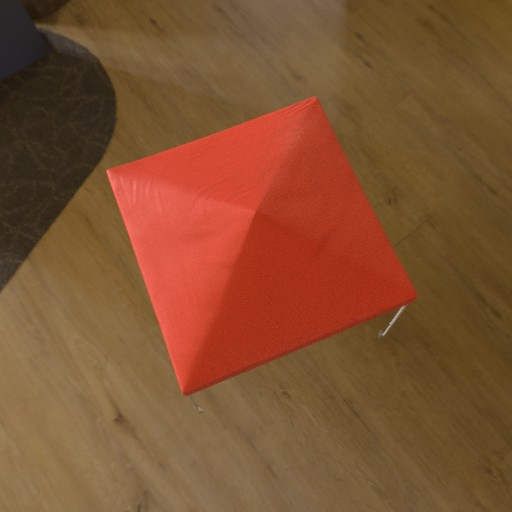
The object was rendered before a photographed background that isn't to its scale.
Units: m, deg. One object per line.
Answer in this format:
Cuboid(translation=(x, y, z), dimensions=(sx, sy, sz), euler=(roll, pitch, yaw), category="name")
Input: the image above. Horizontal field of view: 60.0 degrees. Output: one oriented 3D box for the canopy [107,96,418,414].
Cuboid(translation=(0.000, 0.000, 5.210), dimensions=(2.850, 2.850, 2.849), euler=(-21, 75, -6), category="canopy")
